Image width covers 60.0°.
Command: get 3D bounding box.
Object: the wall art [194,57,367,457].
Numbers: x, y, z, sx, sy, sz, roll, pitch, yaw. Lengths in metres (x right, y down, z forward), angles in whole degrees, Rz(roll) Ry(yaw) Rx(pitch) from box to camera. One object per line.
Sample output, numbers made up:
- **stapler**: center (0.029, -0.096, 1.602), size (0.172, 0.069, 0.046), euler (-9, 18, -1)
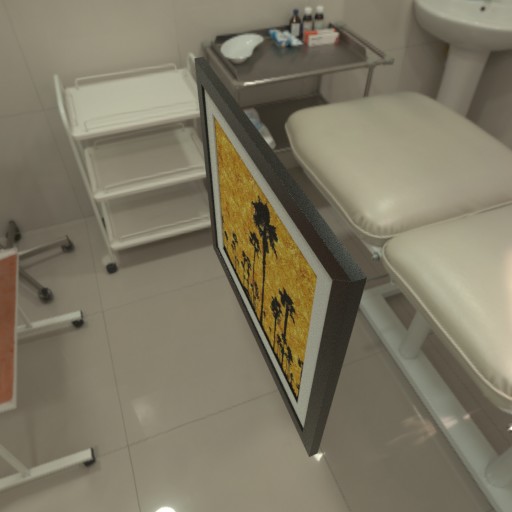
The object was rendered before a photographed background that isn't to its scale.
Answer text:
- **wall art**: center (0.000, 0.000, 0.542), size (0.012, 0.332, 0.383), euler (-16, 49, -15)
